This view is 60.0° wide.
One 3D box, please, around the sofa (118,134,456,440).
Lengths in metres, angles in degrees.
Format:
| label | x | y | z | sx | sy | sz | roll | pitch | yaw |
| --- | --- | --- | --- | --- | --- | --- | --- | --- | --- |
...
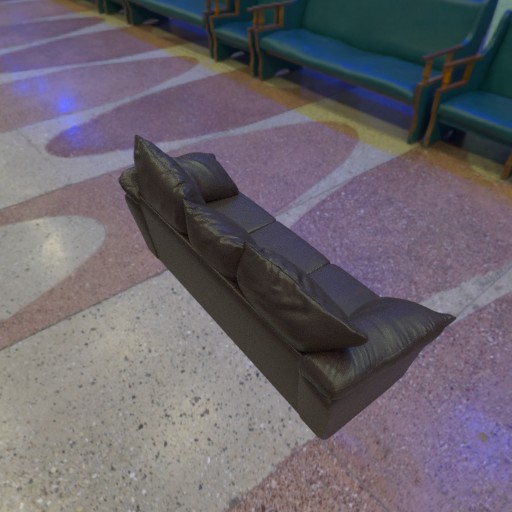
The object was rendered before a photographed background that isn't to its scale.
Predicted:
| label | x | y | z | sx | sy | sz | roll | pitch | yaw |
| --- | --- | --- | --- | --- | --- | --- | --- | --- | --- |
| sofa | 0.000 | 0.000 | 2.983 | 0.907 | 1.091 | 2.390 | -28 | 49 | -27 |
